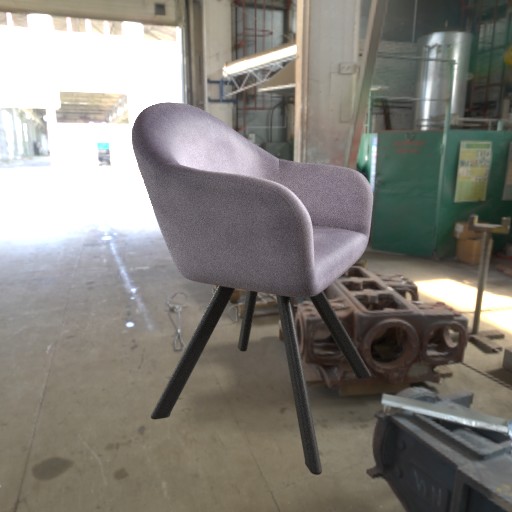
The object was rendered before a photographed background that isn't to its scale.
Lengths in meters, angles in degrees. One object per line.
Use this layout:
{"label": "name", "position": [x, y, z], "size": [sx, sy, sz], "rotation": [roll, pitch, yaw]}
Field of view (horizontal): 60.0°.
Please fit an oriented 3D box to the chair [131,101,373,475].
{"label": "chair", "position": [0.000, 0.000, 1.155], "size": [0.540, 0.780, 0.570], "rotation": [7, 15, 26]}
